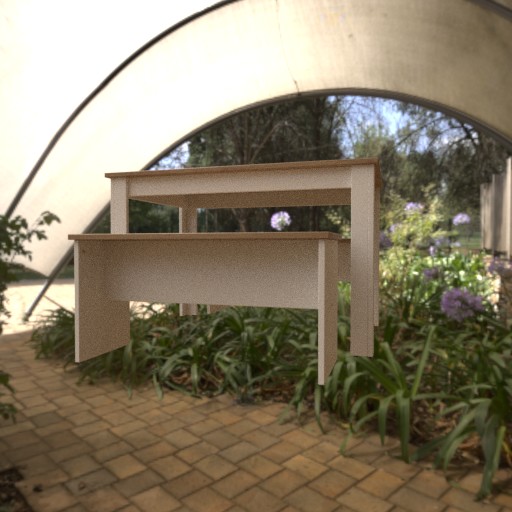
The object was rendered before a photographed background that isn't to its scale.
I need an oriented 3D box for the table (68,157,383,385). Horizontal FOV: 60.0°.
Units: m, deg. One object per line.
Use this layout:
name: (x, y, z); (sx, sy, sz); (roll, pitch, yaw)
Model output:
table: (0.000, 0.000, 2.035); (1.100, 0.700, 1.443); (0, 1, 17)
